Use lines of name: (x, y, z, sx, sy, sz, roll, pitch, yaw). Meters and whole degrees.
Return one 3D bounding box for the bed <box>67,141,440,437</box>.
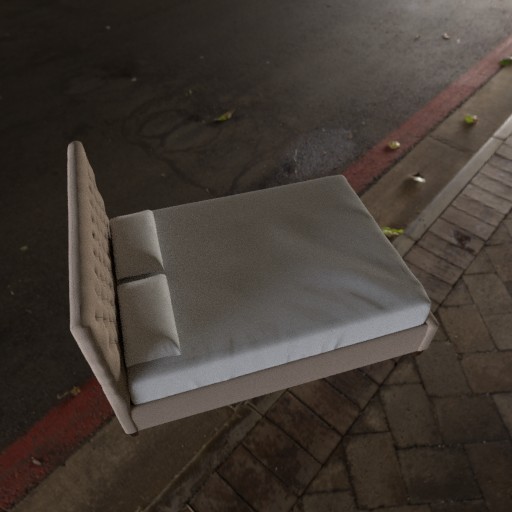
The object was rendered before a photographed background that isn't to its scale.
bed: (0.000, 0.000, 3.411, 2.387, 1.427, 1.698, -12, 49, -11)
